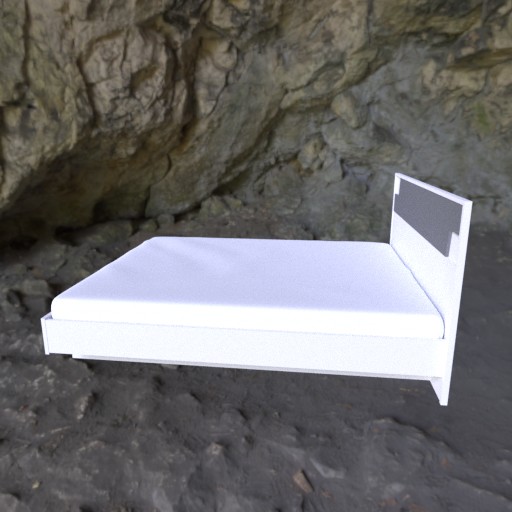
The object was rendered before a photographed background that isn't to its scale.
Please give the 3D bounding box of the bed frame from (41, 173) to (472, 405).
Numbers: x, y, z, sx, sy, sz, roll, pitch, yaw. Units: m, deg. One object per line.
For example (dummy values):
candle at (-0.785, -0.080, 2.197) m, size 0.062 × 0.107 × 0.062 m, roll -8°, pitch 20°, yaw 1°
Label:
bed frame at (0.000, 0.000, 2.989) m, size 2.100 × 1.001 × 1.711 m, roll 2°, pitch 15°, yaw 7°
